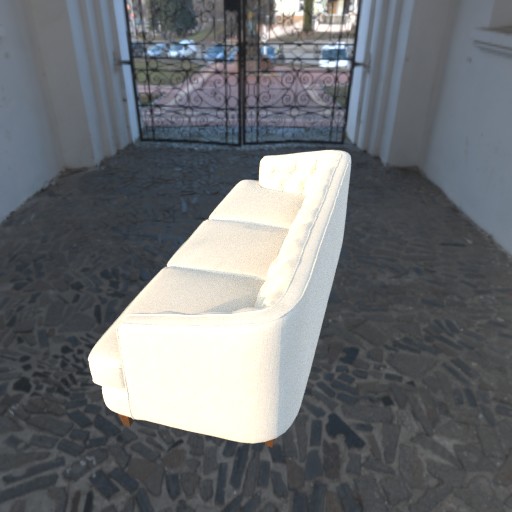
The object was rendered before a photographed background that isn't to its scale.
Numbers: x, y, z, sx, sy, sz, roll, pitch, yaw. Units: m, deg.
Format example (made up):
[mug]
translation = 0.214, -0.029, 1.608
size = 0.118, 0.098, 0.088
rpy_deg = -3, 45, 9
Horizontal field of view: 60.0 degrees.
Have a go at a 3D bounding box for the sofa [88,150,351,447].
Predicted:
[sofa]
translation = 0.000, 0.000, 2.772
size = 0.941, 0.855, 2.278
rpy_deg = 8, 32, 14
